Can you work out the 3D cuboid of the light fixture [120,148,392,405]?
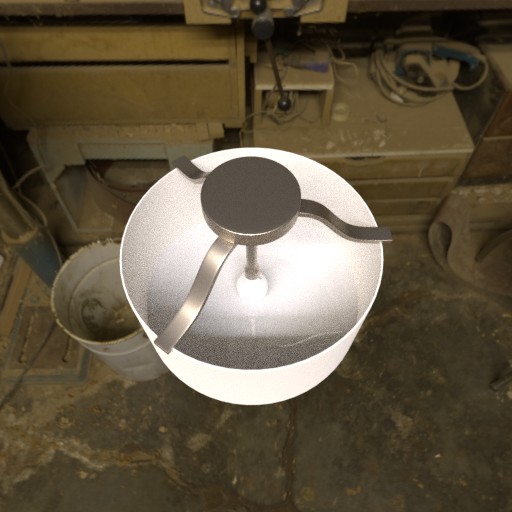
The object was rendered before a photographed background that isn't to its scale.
[{"bbox_3d":[0.000,0.000,0.681,0.395,0.304,0.395,0,59,0],"label":"light fixture"}]
